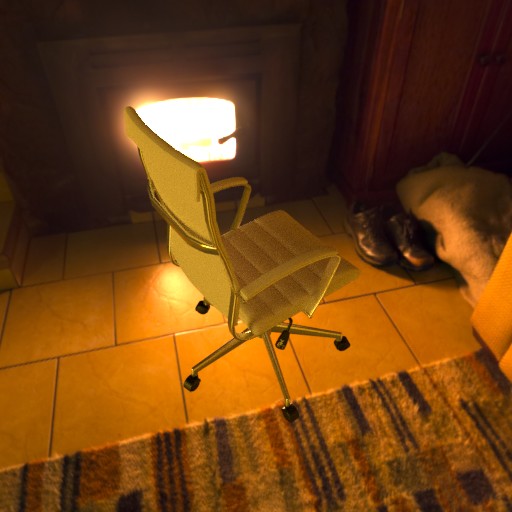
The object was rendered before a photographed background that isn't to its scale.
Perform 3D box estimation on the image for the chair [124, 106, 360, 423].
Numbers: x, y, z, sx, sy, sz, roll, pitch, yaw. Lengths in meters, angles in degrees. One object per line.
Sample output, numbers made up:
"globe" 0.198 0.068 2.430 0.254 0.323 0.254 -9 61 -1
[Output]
"chair" 0.000 0.000 1.667 0.739 1.149 0.766 -24 46 -26
